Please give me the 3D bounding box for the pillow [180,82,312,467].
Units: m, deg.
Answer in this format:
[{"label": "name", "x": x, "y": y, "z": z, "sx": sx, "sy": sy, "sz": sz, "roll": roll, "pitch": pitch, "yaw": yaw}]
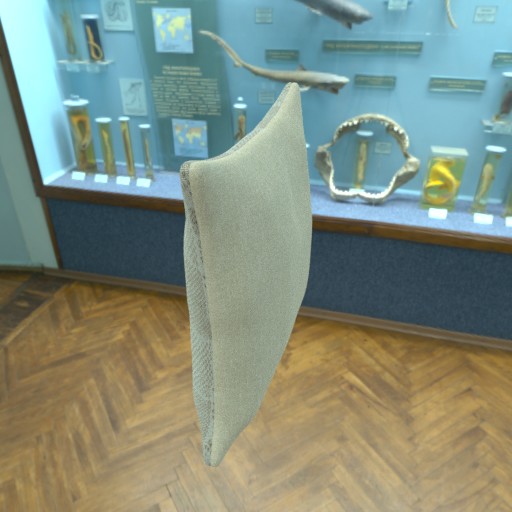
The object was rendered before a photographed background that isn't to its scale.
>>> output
[{"label": "pillow", "x": 0.000, "y": 0.000, "z": 0.674, "sx": 0.138, "sy": 0.432, "sz": 0.436, "roll": 8, "pitch": 32, "yaw": 14}]
